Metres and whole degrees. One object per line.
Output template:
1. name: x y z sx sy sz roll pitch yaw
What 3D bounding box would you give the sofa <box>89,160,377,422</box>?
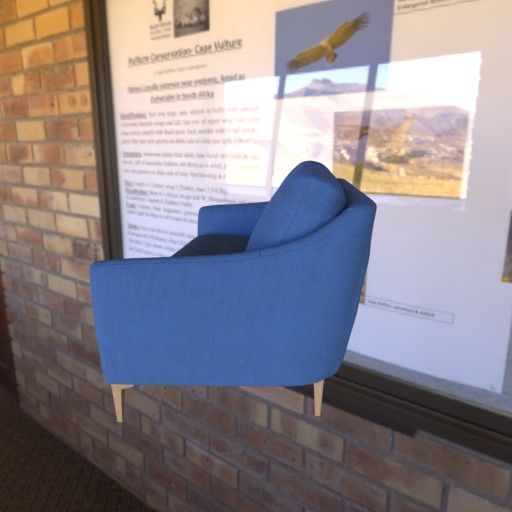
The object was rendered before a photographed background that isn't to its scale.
1. sofa: 0.000 0.000 2.199 0.960 0.902 1.619 1 14 6
